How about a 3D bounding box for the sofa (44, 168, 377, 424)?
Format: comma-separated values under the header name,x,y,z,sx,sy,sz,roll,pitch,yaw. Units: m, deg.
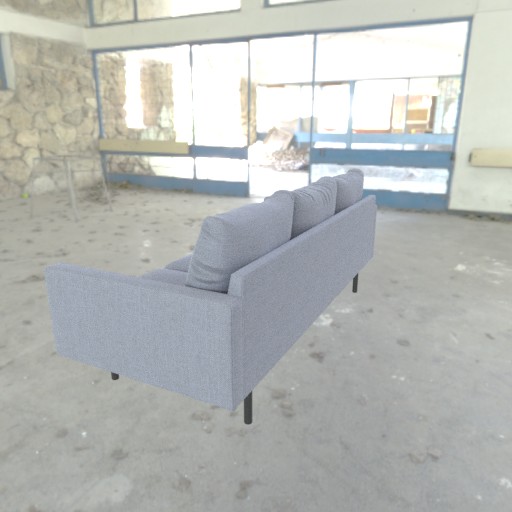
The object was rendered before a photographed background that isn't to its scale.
name,x,y,z,sx,sy,sz,roll,pitch,yaw
sofa,0.000,0.000,2.399,0.850,0.830,2.000,8,18,26
